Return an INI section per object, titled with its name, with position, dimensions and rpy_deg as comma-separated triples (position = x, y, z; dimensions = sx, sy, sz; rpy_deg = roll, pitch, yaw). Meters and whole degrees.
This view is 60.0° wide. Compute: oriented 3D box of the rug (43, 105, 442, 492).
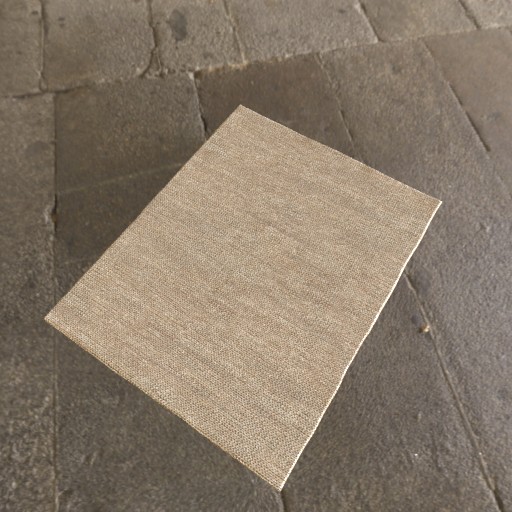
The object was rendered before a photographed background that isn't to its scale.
[rug]
position = 0.000, 0.000, 4.112
dimensions = 2.429, 0.030, 3.052
rpy_deg = 30, 66, 15
